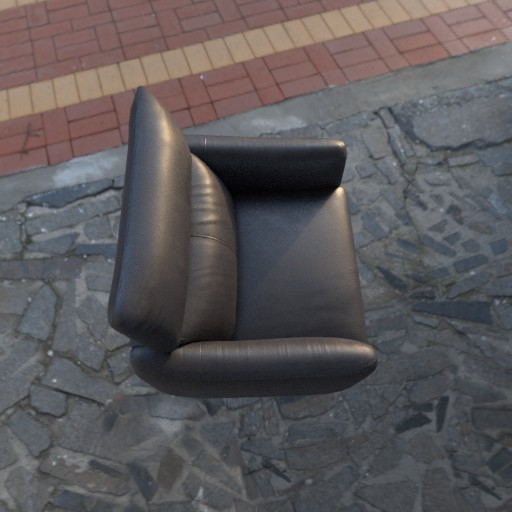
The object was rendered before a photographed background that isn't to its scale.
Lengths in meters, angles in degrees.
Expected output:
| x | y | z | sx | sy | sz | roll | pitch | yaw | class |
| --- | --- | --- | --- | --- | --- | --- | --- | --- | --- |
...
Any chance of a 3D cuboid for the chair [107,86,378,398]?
| x | y | z | sx | sy | sz | roll | pitch | yaw | class |
| --- | --- | --- | --- | --- | --- | --- | --- | --- | --- |
| 0.000 | 0.000 | 1.670 | 0.809 | 0.949 | 0.976 | -2 | 65 | -1 | chair |
